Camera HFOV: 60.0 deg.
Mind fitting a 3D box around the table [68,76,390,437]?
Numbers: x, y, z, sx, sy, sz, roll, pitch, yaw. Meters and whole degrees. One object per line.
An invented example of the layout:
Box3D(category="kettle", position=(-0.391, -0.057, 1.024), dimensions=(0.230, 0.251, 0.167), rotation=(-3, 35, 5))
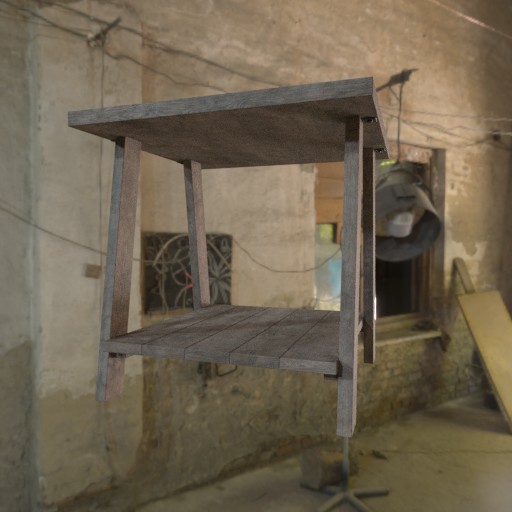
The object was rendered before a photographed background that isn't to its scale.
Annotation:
Box3D(category="table", position=(0.000, 0.000, 1.112), dimensions=(0.610, 0.610, 0.610), rotation=(1, 2, 19))
